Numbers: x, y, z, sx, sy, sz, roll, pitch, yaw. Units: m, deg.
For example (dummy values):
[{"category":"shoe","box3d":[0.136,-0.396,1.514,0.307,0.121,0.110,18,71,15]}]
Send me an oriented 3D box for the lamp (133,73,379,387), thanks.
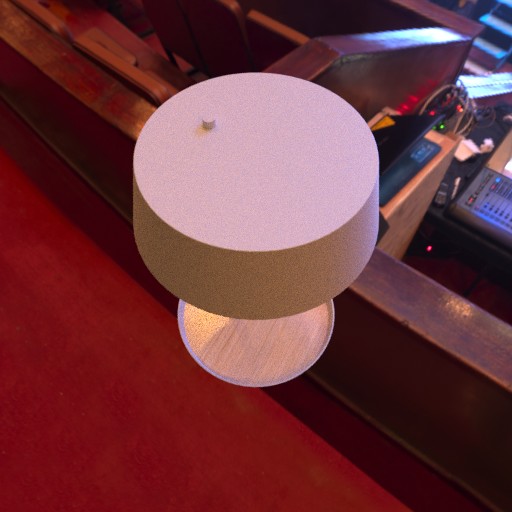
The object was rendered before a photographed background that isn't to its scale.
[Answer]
[{"category":"lamp","box3d":[0.000,0.000,0.624,0.291,0.429,0.291,0,58,0]}]
